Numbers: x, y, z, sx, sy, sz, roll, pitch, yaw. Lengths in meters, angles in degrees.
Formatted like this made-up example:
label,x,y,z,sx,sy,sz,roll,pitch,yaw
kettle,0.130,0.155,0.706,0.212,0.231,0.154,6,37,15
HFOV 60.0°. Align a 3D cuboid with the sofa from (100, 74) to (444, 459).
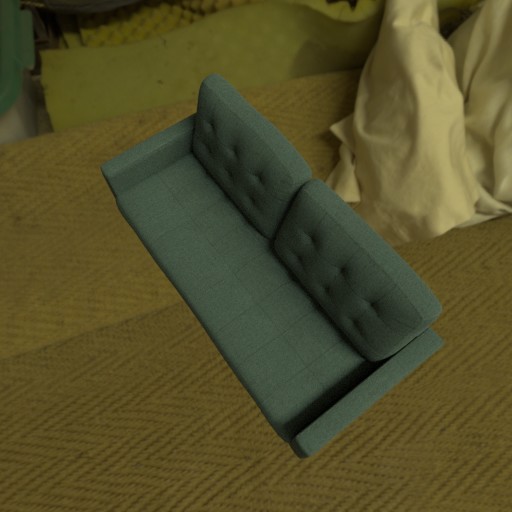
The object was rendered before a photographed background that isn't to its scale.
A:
label,x,y,z,sx,sy,sz,roll,pitch,yaw
sofa,0.000,0.000,2.574,0.966,1.050,2.010,-34,69,-15
